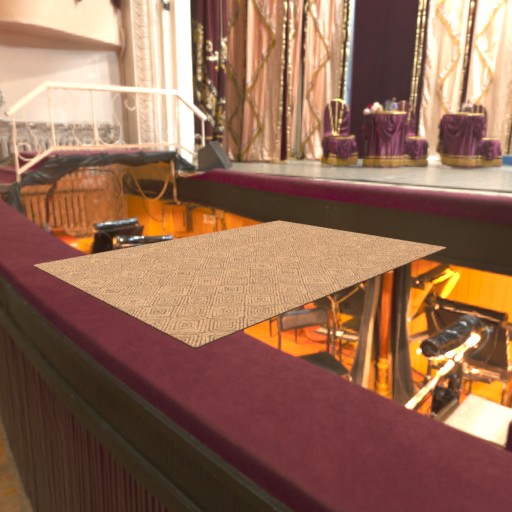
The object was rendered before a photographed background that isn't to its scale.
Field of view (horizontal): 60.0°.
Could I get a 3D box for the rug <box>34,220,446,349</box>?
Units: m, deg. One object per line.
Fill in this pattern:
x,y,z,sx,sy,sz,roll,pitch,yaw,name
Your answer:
0.000,0.000,2.919,1.593,0.008,2.238,14,20,43,rug
